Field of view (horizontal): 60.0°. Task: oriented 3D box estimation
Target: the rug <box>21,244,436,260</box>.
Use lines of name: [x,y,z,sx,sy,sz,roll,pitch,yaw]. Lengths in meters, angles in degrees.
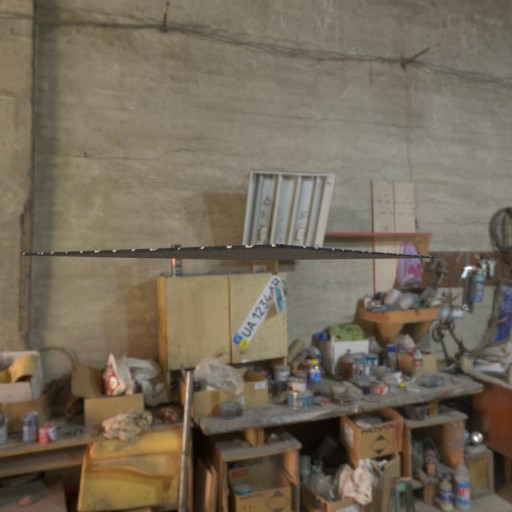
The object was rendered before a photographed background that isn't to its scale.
rug: [0.000,0.000,4.055,2.439,0.022,3.047,-1,-2,35]
